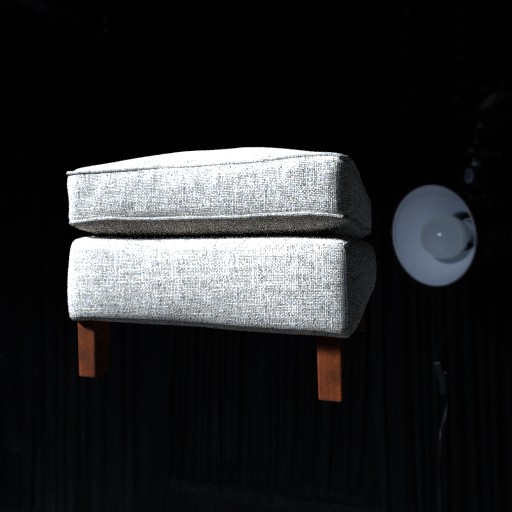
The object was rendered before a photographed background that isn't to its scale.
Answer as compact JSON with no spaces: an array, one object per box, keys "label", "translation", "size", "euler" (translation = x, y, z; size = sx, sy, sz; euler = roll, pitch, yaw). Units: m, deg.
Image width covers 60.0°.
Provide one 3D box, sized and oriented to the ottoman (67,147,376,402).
[{"label":"ottoman","translation":[0.000,0.000,0.985],"size":[0.508,0.406,0.686],"euler":[0,1,17]}]
